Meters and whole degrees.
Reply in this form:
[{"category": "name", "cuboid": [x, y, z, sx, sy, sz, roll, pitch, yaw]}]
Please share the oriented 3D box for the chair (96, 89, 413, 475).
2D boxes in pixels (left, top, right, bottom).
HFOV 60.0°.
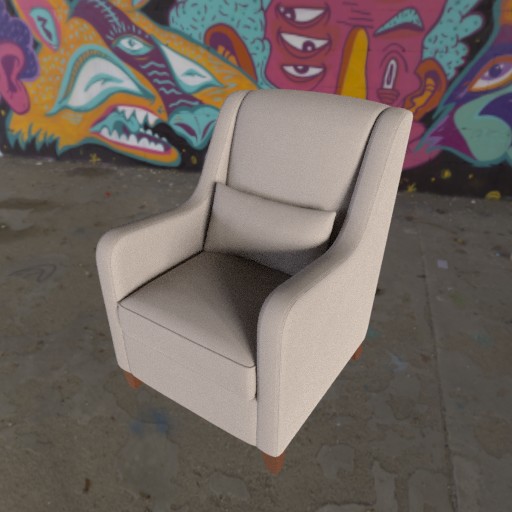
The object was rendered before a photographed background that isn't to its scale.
[{"category": "chair", "cuboid": [0.000, 0.000, 1.583, 0.715, 1.010, 0.863, 19, 35, 29]}]
